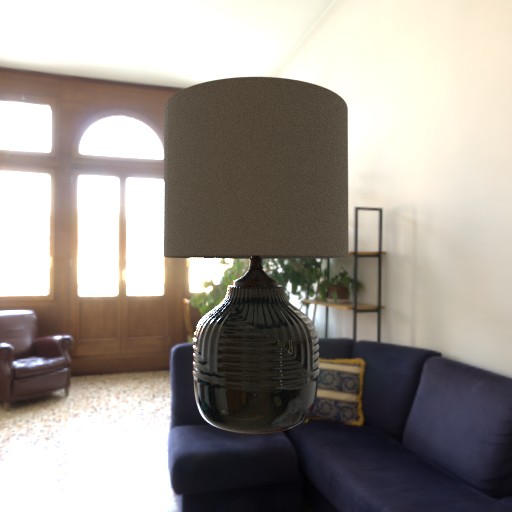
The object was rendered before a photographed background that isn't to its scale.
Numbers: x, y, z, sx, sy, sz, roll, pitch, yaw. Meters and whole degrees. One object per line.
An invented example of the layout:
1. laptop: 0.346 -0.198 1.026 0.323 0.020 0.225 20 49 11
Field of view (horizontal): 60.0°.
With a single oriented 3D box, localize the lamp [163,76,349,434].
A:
1. lamp: 0.000 0.000 0.777 0.318 0.567 0.318 0 -1 0
